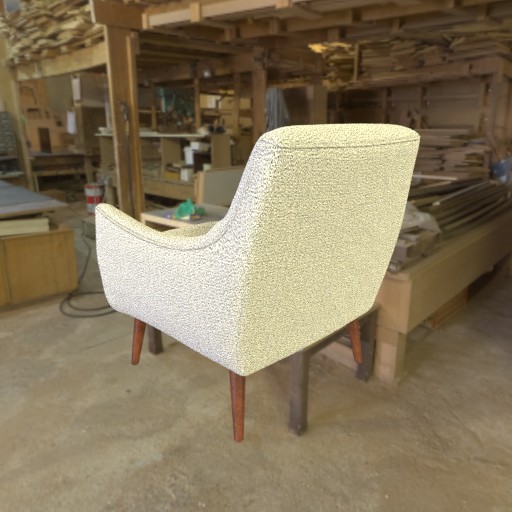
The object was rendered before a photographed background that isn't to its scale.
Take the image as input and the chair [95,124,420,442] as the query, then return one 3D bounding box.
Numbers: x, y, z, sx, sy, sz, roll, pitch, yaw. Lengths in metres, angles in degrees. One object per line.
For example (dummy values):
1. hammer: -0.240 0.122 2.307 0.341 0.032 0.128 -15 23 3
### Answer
1. chair: 0.000 0.000 1.458 0.762 0.838 0.787 -16 23 -42
